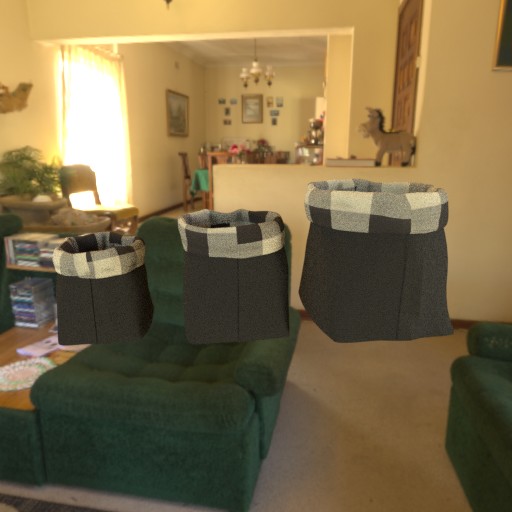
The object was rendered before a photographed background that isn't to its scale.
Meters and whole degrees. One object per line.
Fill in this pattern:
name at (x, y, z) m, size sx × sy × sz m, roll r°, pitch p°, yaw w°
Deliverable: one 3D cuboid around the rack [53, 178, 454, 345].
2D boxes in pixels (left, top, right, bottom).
rack at (0.000, 0.000, 1.033) m, size 0.889 × 0.329 × 0.370 m, roll -2°, pitch 14°, yaw -6°
